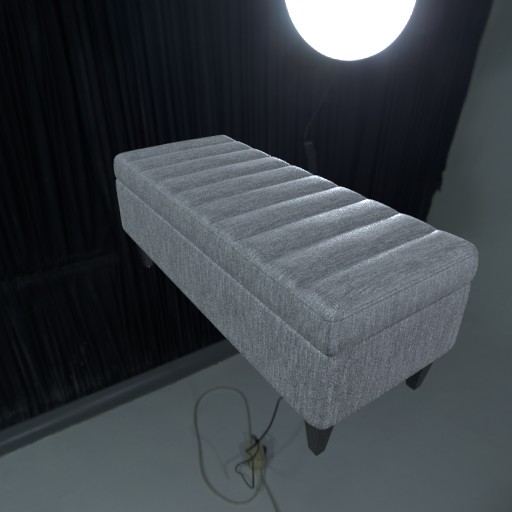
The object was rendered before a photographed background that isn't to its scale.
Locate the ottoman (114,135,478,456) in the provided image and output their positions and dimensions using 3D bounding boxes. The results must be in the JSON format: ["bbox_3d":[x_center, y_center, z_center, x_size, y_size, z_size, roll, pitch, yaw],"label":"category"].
[{"bbox_3d":[0.000,0.000,1.399,0.482,0.469,1.151,-19,36,-29],"label":"ottoman"}]
